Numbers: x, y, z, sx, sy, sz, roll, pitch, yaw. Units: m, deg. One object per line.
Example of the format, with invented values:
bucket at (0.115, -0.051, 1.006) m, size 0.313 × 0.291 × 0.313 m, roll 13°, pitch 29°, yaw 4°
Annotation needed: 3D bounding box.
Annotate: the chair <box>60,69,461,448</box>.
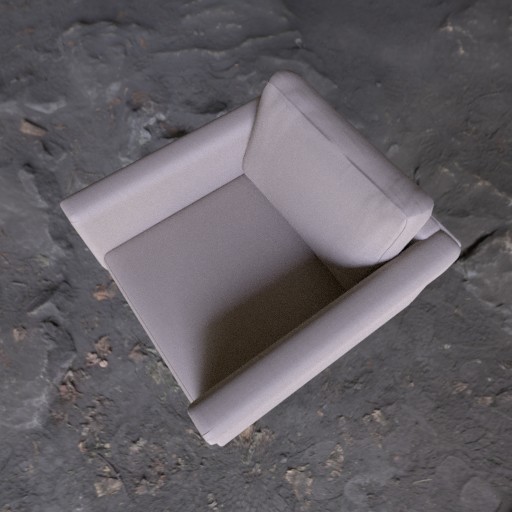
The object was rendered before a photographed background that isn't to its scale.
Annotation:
chair at (0.000, 0.000, 1.617) m, size 0.959 × 0.838 × 0.914 m, roll -33°, pitch 68°, yaw -15°
